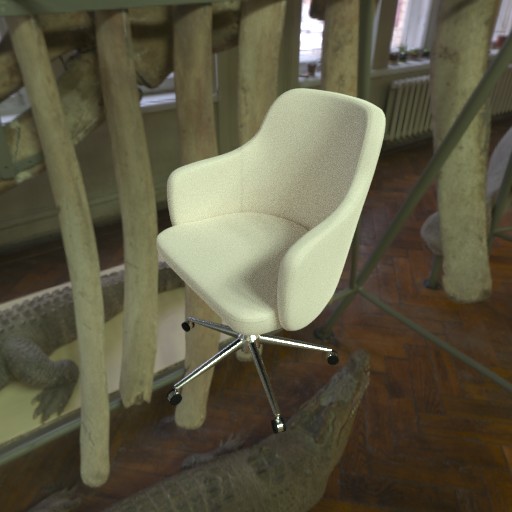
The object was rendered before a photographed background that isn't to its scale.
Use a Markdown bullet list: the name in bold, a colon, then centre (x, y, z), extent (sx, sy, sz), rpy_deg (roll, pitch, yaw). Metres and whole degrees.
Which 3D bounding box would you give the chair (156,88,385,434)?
- **chair**: centre (0.000, 0.000, 1.281), extent (0.647, 0.819, 0.602), rpy_deg (-21, 38, -29)
